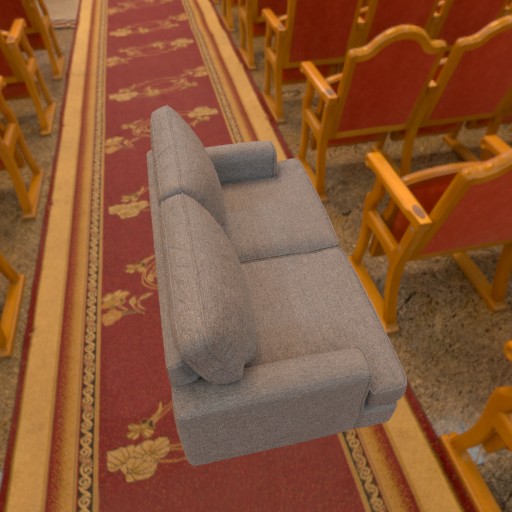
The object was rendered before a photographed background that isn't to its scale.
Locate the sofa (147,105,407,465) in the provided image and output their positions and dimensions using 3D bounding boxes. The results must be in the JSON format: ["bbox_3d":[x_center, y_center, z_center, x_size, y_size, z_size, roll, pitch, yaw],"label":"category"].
[{"bbox_3d":[0.000,0.000,2.231,0.965,0.965,1.651,-9,48,-8],"label":"sofa"}]
